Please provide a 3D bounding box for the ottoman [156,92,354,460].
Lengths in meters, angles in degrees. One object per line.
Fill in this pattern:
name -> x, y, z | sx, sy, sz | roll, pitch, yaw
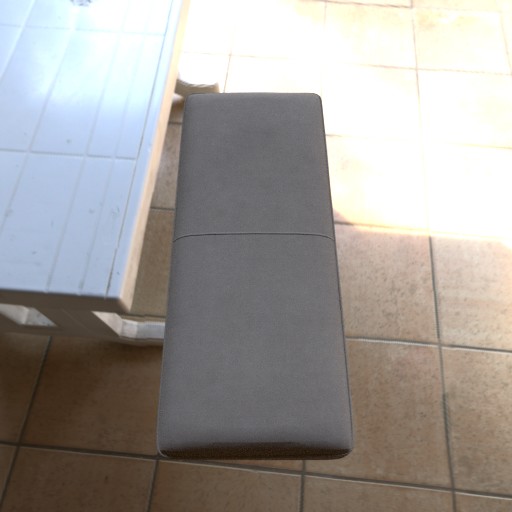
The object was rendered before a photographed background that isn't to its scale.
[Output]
ottoman -> 0.000, 0.000, 2.058 | 0.735, 0.460, 1.726 | 0, 64, 0
